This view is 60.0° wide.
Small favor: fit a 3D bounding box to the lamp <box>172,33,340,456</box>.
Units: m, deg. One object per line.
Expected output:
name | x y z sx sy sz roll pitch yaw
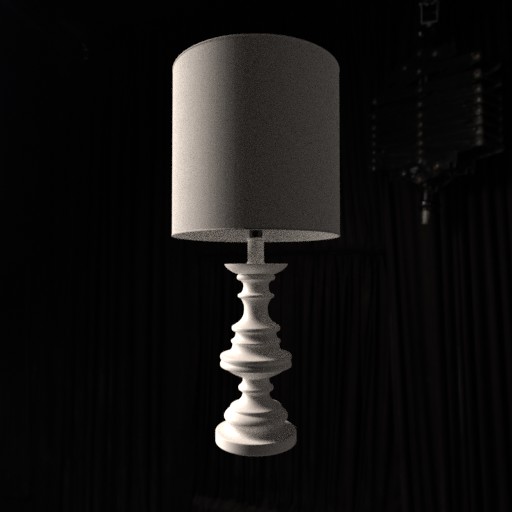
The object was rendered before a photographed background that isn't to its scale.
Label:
lamp | 0.000 0.000 0.556 0.208 0.455 0.208 -1 -2 18
